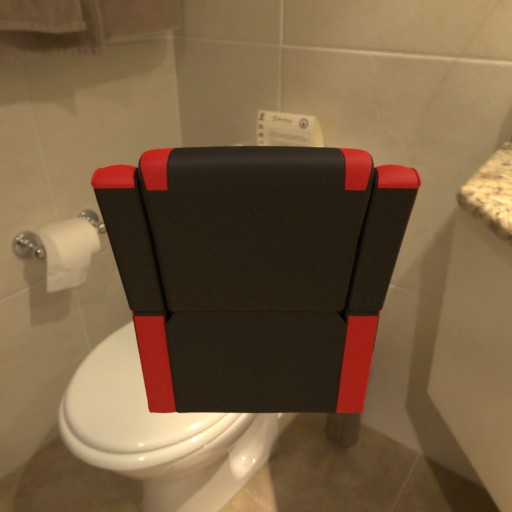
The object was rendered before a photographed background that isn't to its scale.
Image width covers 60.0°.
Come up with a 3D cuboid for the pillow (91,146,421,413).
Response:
[{"bbox_3d":[0.000,0.000,1.274,0.620,0.805,0.672,0,31,0],"label":"pillow"}]
